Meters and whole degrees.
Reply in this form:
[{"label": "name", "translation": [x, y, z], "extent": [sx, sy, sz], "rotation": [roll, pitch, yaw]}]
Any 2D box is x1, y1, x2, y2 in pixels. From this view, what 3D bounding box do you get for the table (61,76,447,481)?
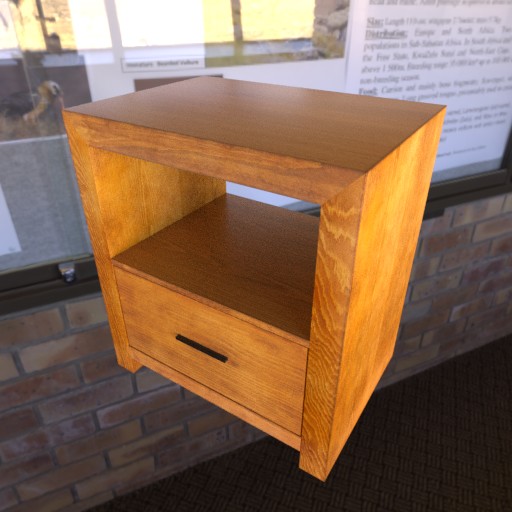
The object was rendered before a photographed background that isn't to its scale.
[{"label": "table", "translation": [0.000, 0.000, 0.929], "extent": [0.550, 0.605, 0.400], "rotation": [19, 36, 28]}]
